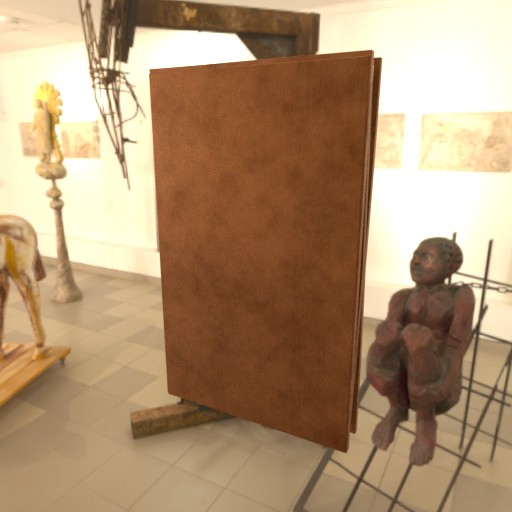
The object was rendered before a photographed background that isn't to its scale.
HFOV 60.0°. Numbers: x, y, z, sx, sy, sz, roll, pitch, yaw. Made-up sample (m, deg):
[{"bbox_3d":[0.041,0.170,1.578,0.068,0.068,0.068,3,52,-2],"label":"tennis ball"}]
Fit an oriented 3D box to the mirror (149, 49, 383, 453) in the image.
[{"bbox_3d":[0.000,0.000,0.955,0.468,0.768,0.082,8,17,27],"label":"mirror"}]
